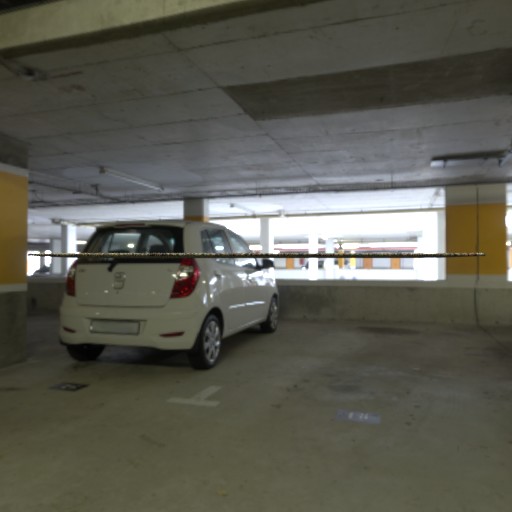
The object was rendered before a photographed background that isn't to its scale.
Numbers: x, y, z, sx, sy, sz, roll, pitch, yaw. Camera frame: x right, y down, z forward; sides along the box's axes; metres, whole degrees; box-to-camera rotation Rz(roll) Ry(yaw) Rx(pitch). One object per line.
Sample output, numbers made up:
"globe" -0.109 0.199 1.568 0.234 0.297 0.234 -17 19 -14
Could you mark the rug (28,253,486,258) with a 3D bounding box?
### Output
"rug" 0.000 0.000 2.553 2.292 0.015 0.688 0 -1 0
